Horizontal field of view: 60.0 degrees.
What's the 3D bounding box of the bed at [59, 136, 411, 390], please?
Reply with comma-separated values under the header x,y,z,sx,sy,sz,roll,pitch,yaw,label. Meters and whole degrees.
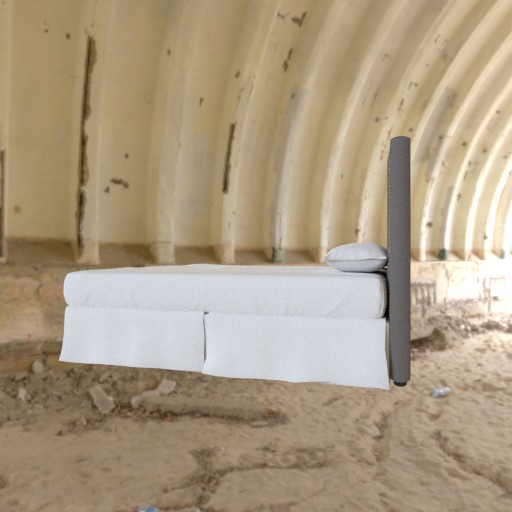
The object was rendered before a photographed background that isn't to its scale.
x,y,z,sx,sy,sz,roll,pitch,yaw,label
0.000,0.000,3.493,2.282,1.436,1.821,0,0,19,bed
